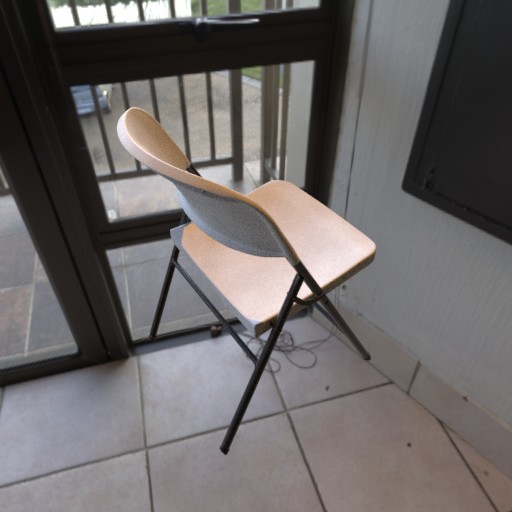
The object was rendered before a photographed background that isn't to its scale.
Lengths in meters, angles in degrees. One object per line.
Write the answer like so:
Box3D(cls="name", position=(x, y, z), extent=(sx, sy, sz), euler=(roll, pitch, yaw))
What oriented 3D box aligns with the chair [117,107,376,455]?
Box3D(cls="chair", position=(0.000, 0.000, 1.189), extent=(0.566, 0.810, 0.494), euler=(-24, 47, -25))
